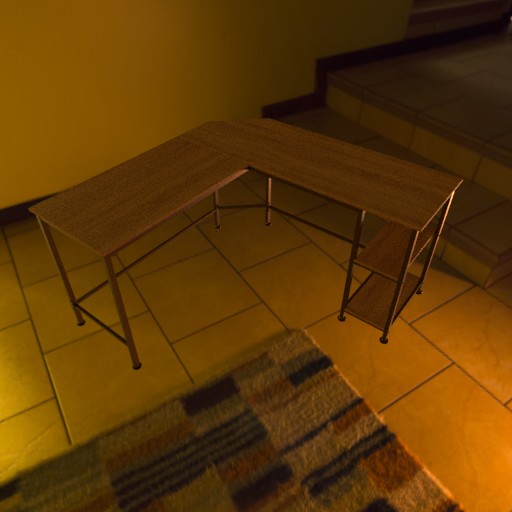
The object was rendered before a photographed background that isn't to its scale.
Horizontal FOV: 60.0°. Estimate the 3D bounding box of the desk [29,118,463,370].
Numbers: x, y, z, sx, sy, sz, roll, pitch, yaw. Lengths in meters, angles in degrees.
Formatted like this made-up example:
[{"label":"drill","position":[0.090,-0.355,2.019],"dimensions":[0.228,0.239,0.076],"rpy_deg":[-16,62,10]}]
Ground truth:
[{"label":"desk","position":[0.000,0.000,2.215],"dimensions":[1.379,0.739,1.379],"rpy_deg":[27,47,28]}]
